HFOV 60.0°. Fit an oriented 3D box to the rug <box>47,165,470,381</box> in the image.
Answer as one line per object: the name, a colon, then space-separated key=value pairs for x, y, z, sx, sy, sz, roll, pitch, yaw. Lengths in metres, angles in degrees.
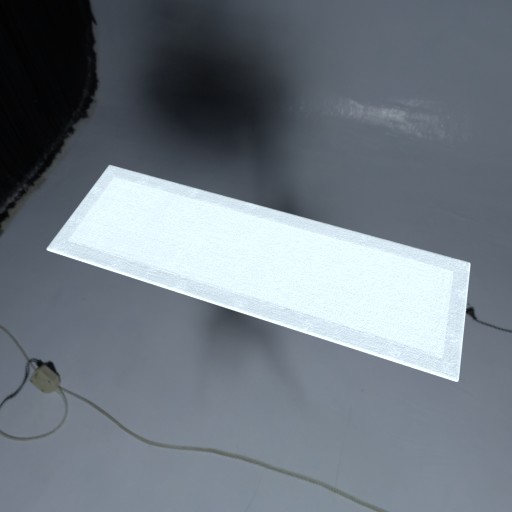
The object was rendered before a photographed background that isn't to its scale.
rug: x=0.000 y=0.000 z=2.655 sx=2.430 sy=0.012 sz=0.759 roll=16 pitch=58 yaw=11
